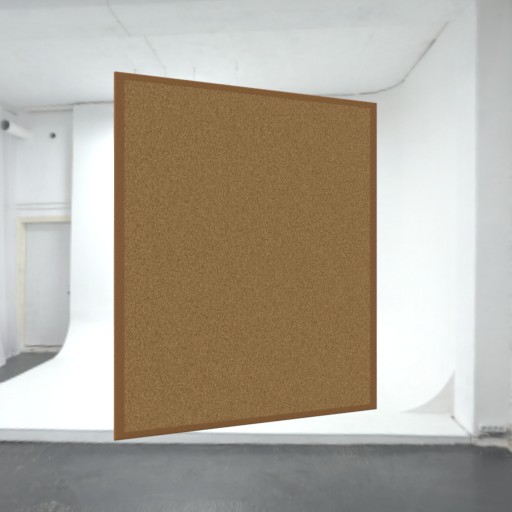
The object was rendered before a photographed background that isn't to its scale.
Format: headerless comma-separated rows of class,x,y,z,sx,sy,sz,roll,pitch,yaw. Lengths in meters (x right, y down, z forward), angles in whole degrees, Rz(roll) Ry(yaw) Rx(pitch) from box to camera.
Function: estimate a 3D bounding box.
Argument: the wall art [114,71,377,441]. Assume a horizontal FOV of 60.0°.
wall art,0.000,0.000,0.740,0.452,0.553,0.022,0,0,-18
